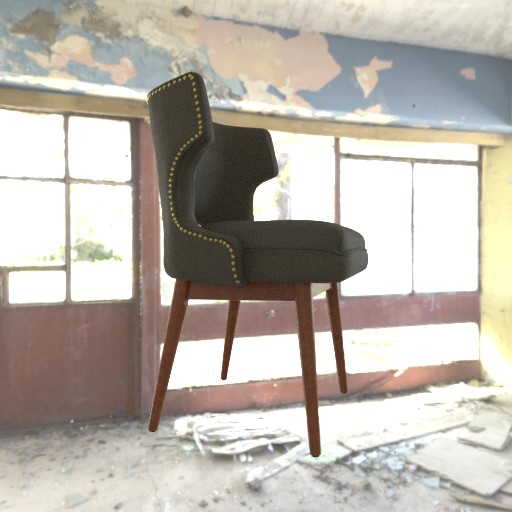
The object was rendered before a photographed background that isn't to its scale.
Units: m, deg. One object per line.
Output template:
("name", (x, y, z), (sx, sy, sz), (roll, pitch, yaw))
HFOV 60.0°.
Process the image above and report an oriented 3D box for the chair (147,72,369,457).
("chair", (0.000, 0.000, 1.235), (0.581, 0.863, 0.595), (0, 1, 19))
